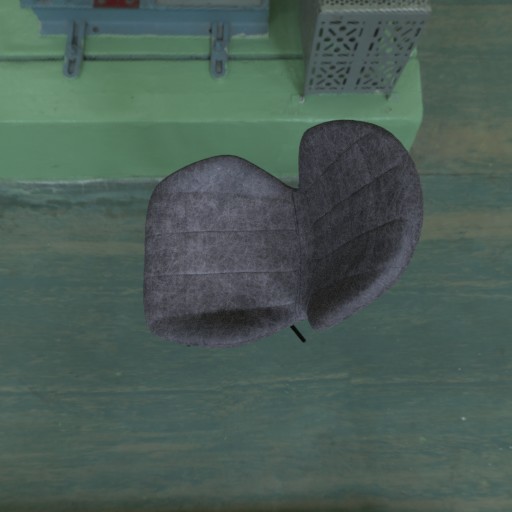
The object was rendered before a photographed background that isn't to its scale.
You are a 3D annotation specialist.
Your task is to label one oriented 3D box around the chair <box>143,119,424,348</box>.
[{"bbox_3d":[0.000,0.000,1.282,0.640,0.934,0.527,-2,76,0],"label":"chair"}]
